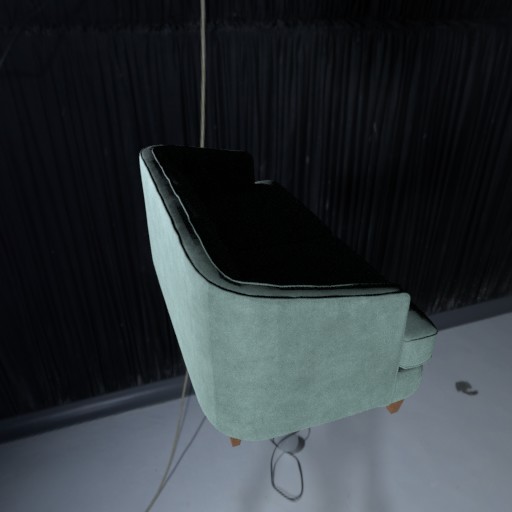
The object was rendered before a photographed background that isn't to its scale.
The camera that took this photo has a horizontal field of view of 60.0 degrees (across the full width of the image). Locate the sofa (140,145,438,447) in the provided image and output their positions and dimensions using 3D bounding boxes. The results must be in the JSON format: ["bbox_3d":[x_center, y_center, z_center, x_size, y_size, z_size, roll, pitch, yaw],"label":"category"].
[{"bbox_3d":[0.000,0.000,2.282,0.941,0.855,1.733,-11,32,-17],"label":"sofa"}]
